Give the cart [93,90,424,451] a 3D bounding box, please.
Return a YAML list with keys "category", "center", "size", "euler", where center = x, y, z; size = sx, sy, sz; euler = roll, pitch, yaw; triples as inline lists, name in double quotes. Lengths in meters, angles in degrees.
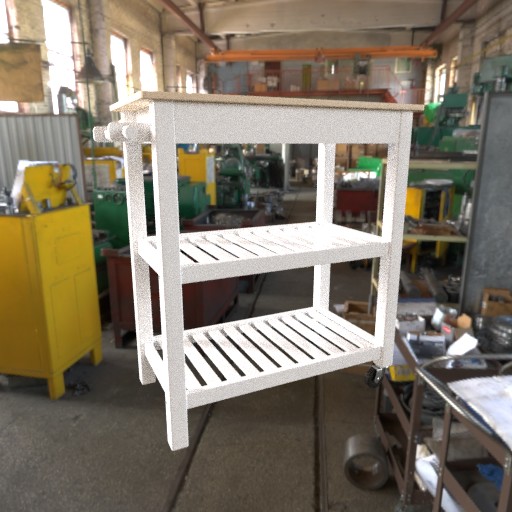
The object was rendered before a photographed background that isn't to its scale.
- category: "cart"
  center: [0.000, 0.000, 1.434]
  size: [0.899, 0.927, 0.457]
  euler: [-7, 16, -25]
